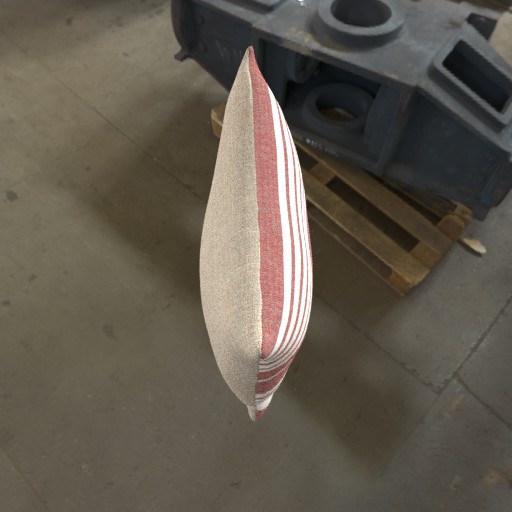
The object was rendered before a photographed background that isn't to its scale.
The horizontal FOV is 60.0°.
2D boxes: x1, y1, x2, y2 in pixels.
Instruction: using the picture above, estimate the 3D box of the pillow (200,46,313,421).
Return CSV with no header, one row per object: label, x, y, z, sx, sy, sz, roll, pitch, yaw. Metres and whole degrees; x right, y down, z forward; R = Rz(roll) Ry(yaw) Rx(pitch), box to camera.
pillow,0.000,0.000,0.690,0.182,0.427,0.439,-1,63,-1
